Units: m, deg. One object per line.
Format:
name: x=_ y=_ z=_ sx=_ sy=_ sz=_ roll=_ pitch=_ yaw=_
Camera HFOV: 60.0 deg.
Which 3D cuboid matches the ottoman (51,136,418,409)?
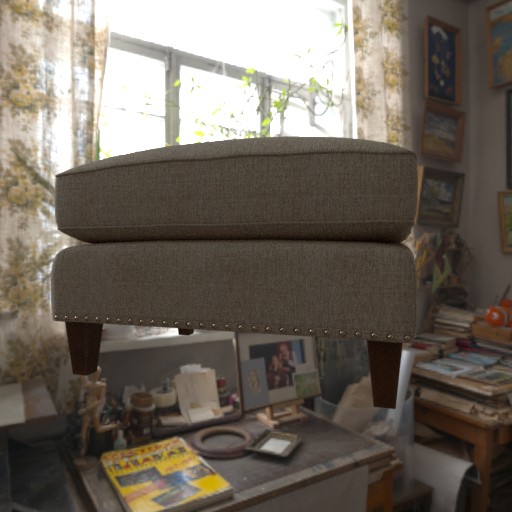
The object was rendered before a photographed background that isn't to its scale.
ottoman: x=0.000 y=0.000 z=1.098 sx=0.741 sy=0.513 sz=0.584 roll=0 pitch=1 yaw=18
